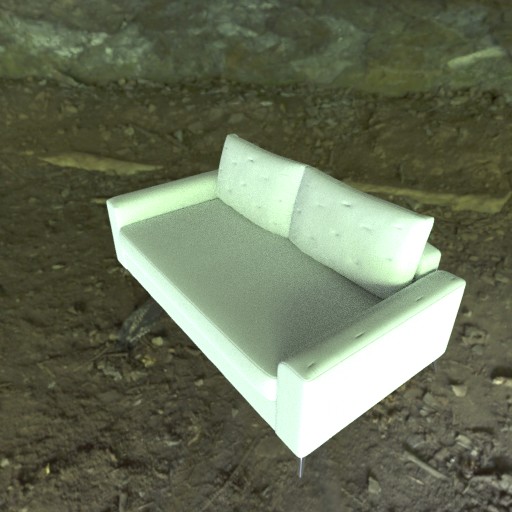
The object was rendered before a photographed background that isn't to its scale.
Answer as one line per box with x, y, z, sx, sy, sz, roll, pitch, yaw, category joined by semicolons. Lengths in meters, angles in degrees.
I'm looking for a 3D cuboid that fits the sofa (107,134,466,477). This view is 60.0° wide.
0.000;0.000;2.175;0.920;0.790;1.650;-22;38;-31;sofa
